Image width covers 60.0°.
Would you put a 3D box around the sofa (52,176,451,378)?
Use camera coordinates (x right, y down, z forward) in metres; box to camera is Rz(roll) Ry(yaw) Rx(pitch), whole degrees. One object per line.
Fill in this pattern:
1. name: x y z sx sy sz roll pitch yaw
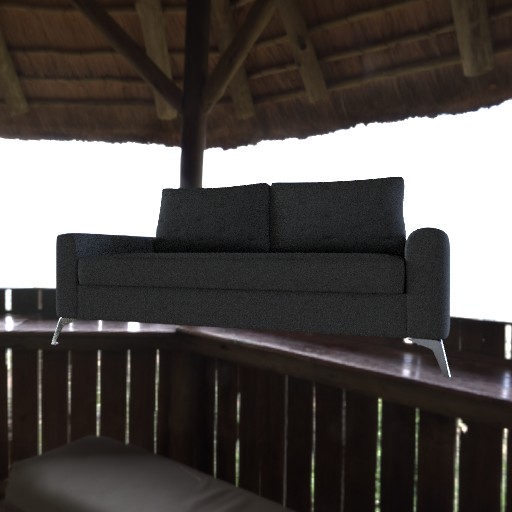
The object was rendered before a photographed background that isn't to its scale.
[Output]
1. sofa: 0.000 0.000 2.118 1.650 0.790 0.920 0 1 19
